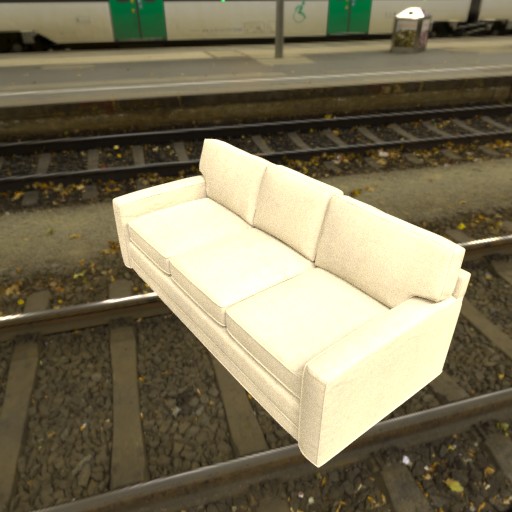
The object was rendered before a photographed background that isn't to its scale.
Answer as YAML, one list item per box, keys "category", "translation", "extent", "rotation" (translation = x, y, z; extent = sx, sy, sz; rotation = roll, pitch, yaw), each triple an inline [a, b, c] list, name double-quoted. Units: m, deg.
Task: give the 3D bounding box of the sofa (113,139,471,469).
- category: "sofa"
  translation: [0.000, 0.000, 2.638]
  extent: [0.936, 0.862, 2.093]
  rotation: [-22, 37, -31]
